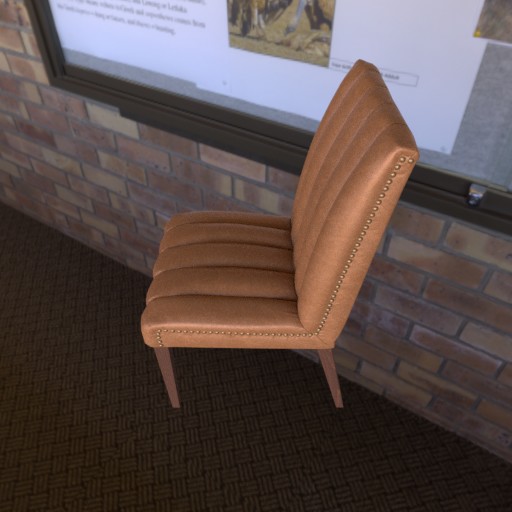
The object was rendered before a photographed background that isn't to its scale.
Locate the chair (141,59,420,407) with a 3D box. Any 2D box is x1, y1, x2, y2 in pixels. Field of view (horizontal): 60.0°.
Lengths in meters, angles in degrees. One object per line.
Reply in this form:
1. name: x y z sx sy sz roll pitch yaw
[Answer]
1. chair: 0.000 0.000 1.356 0.647 1.016 0.511 0 42 0
